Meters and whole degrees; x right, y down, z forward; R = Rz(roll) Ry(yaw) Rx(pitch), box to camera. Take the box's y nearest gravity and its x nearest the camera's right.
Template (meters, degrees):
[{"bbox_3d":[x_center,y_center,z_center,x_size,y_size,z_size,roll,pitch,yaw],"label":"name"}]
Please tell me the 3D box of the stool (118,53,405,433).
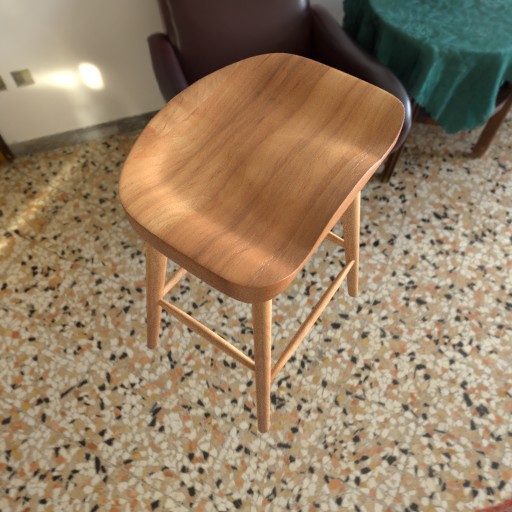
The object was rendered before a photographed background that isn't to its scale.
[{"bbox_3d":[0.000,0.000,0.875,0.361,0.615,0.440,31,64,18],"label":"stool"}]
